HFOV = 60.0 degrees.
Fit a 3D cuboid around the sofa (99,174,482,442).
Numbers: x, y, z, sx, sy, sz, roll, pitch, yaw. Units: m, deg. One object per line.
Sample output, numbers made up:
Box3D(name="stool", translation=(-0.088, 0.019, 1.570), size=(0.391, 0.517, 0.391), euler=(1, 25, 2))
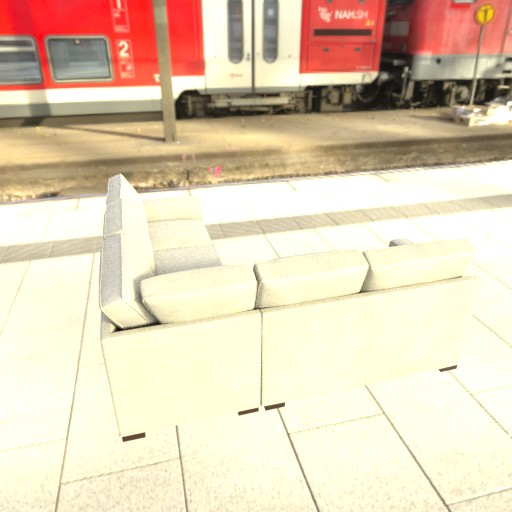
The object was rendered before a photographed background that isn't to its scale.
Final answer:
Box3D(name="sofa", translation=(0.000, 0.000, 3.401), size=(2.188, 0.936, 2.211), euler=(-8, 28, -15))
